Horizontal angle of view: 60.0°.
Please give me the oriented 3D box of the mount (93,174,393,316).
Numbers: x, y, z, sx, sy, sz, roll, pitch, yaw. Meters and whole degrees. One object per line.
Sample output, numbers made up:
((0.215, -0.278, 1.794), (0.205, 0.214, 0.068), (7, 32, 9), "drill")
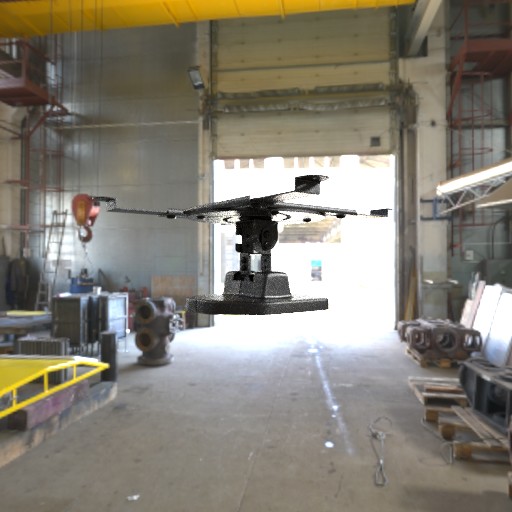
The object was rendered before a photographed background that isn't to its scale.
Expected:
((0.000, 0.000, 0.603), (0.394, 0.141, 0.394), (1, -1, -37), "mount")
